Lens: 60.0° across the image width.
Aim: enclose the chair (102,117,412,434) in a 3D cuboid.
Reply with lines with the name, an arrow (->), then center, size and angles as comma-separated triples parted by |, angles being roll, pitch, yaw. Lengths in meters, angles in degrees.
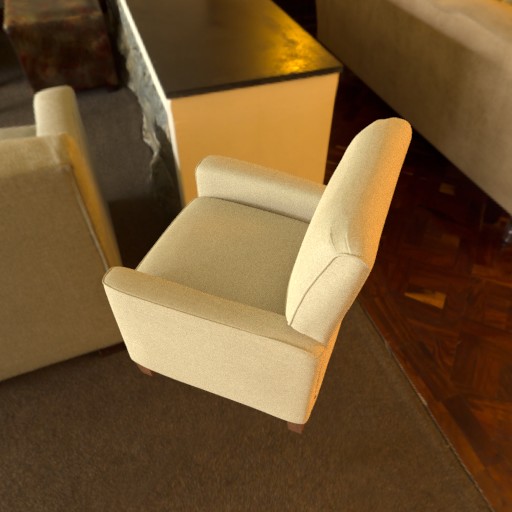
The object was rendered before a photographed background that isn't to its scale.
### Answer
chair -> 0.000, 0.000, 1.687 | 0.858, 1.023, 0.841 | 16, 48, 15
